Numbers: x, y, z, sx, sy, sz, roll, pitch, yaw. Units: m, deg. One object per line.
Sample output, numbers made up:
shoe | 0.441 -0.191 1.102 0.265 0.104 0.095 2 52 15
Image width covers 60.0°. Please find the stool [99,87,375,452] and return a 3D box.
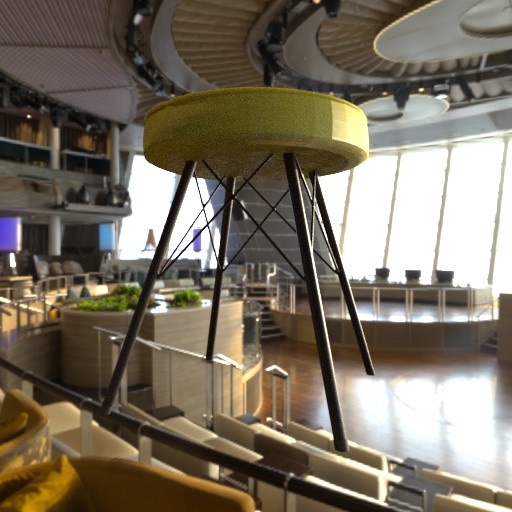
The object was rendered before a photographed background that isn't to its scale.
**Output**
stool | 0.000 0.000 0.830 0.409 0.508 0.409 0 1 20
